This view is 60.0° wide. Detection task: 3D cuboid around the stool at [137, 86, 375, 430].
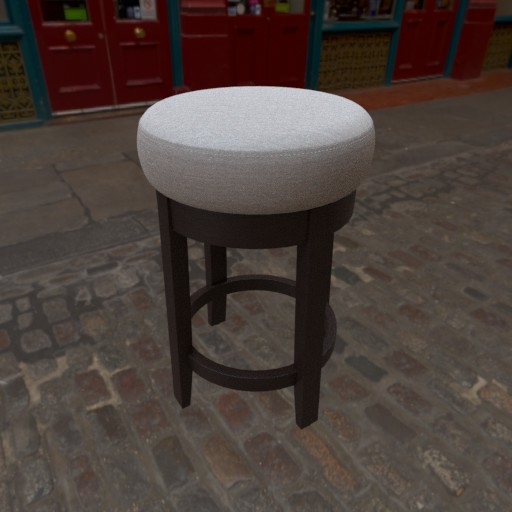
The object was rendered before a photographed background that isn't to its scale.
[{"bbox_3d":[0.000,0.000,0.983,0.443,0.672,0.443,0,31,0],"label":"stool"}]
